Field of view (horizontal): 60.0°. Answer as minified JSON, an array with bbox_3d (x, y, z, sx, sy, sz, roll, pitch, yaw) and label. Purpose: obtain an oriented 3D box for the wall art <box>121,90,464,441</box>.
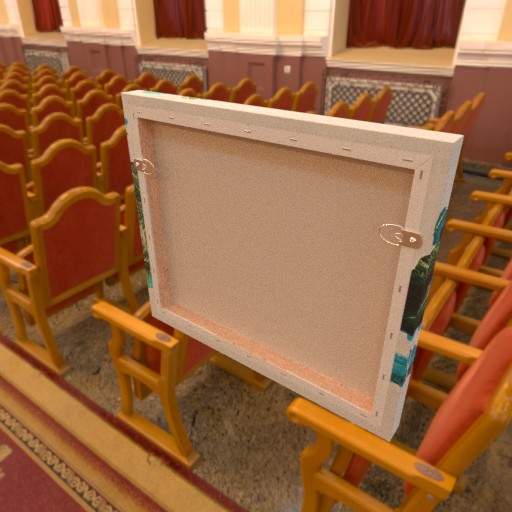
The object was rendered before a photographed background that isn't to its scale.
[{"bbox_3d":[0.000,0.000,0.682,0.507,0.435,0.041,20,35,32],"label":"wall art"}]
